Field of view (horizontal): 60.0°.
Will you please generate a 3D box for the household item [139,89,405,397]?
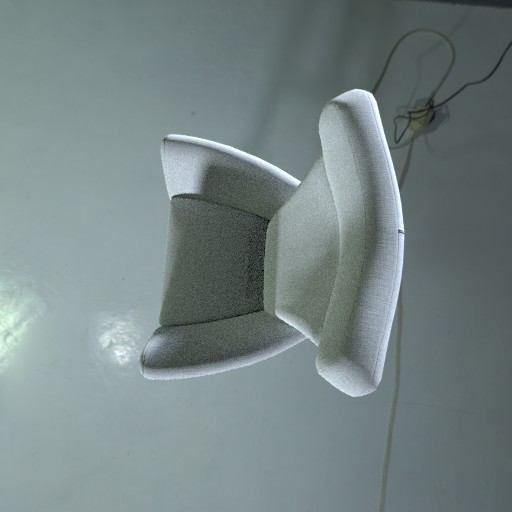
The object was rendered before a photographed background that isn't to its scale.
[{"bbox_3d":[0.000,0.000,1.767,0.900,1.050,0.980,2,77,1],"label":"household item"}]
